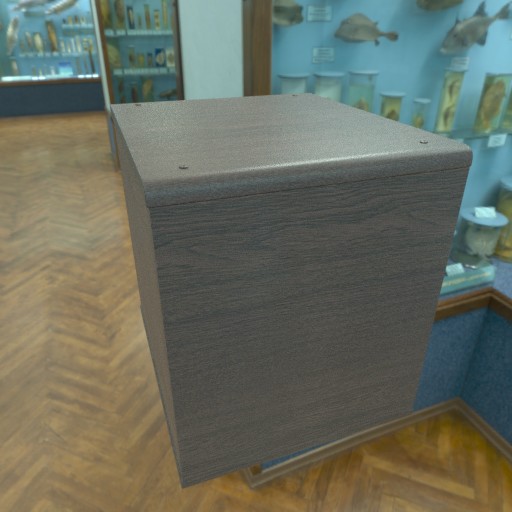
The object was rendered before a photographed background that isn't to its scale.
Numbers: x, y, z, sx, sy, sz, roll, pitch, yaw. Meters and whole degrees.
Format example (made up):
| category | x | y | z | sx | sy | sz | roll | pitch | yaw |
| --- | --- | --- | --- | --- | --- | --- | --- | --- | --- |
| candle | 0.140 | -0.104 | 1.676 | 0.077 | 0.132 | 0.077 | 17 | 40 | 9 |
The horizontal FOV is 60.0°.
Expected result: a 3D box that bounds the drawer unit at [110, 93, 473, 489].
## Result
| category | x | y | z | sx | sy | sz | roll | pitch | yaw |
| --- | --- | --- | --- | --- | --- | --- | --- | --- | --- |
| drawer unit | 0.000 | 0.000 | 0.572 | 0.290 | 0.344 | 0.344 | -10 | 30 | -17 |
